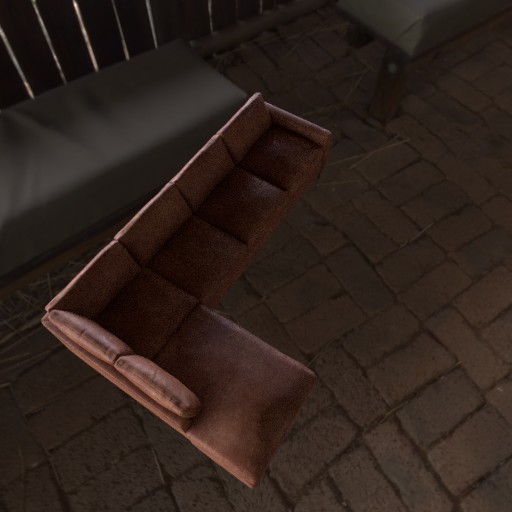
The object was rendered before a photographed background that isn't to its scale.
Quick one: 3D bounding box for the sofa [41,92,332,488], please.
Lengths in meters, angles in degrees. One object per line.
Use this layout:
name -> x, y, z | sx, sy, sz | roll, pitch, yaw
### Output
sofa -> 0.000, 0.000, 3.818 | 1.938, 0.877, 2.984 | 29, 63, 16
